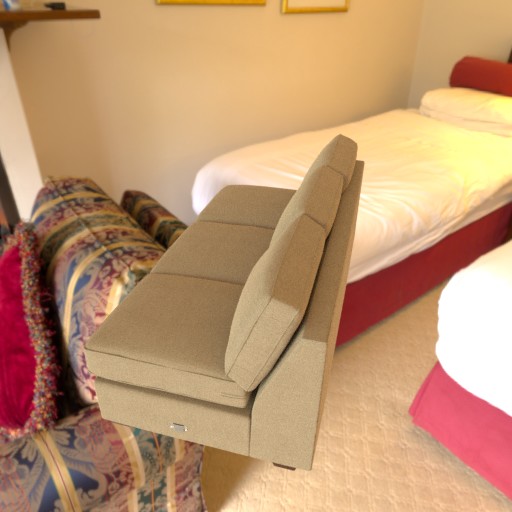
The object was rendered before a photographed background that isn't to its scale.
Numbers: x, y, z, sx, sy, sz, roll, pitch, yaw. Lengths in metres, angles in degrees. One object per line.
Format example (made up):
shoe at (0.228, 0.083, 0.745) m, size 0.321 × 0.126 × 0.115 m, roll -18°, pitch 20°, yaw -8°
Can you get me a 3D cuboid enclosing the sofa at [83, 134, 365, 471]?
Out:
sofa at (0.000, 0.000, 2.750) m, size 1.127 × 1.036 × 2.092 m, roll 8°, pitch 32°, yaw 13°
